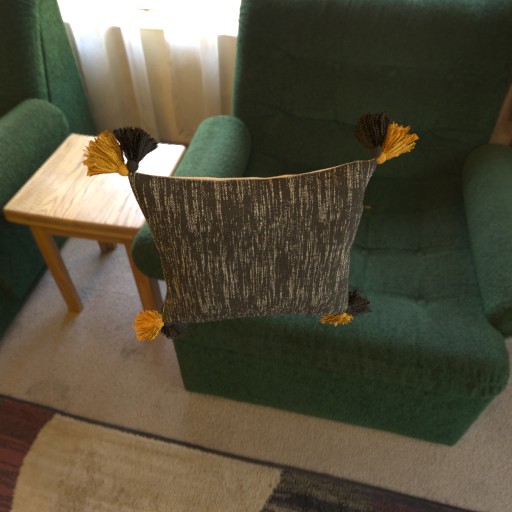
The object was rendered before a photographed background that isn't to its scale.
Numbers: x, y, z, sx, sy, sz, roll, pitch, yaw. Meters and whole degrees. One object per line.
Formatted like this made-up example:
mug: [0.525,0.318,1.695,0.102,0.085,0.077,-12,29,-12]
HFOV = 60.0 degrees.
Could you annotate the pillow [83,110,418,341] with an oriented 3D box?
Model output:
pillow: [0.000,0.000,1.003,0.654,0.659,0.139,-4,46,-3]
